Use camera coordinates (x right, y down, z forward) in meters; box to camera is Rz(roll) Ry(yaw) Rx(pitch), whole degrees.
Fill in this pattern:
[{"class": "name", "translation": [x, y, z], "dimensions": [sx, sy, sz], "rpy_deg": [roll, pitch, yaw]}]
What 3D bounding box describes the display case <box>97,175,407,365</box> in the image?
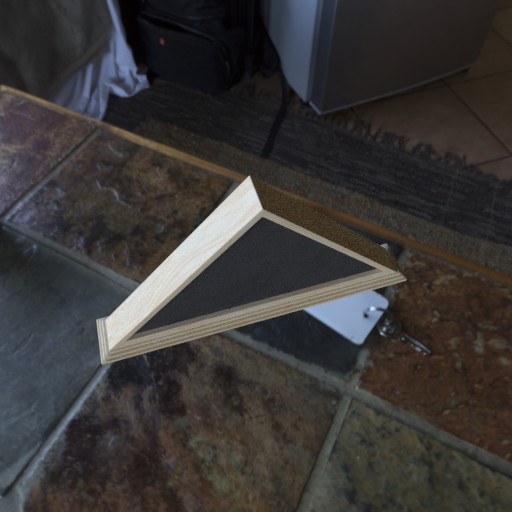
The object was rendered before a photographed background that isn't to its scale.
[{"class": "display case", "translation": [0.000, 0.000, 0.776], "dimensions": [0.640, 0.340, 0.095], "rpy_deg": [-14, 58, -9]}]
